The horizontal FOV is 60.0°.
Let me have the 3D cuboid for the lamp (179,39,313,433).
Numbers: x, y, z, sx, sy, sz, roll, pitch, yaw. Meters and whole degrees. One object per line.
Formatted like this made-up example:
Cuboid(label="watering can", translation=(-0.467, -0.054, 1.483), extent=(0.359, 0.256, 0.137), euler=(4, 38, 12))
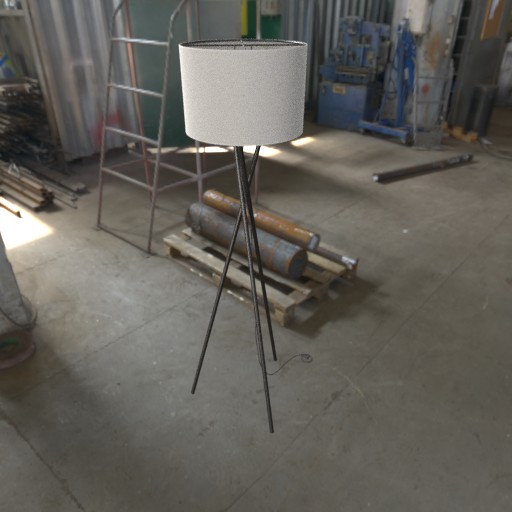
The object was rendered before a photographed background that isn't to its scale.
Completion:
Cuboid(label="lamp", translation=(0.000, 0.000, 1.879), extent=(0.667, 1.624, 0.522), euler=(-2, 30, -3))
